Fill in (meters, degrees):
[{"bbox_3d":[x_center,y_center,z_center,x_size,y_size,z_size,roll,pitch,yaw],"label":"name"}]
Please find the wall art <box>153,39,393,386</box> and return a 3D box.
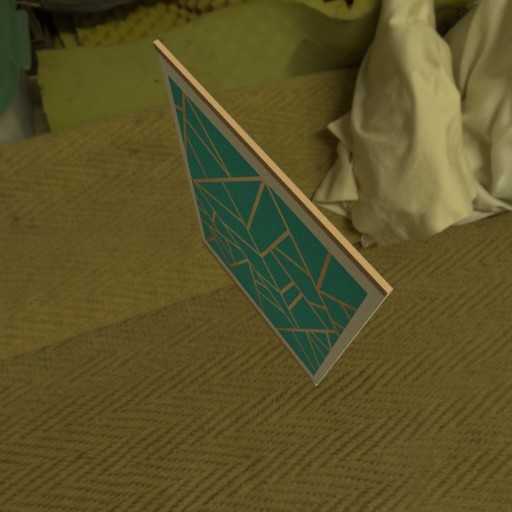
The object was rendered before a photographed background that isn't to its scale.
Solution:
[{"bbox_3d":[0.000,0.000,1.340,0.013,1.016,0.758,-34,70,-15],"label":"wall art"}]
